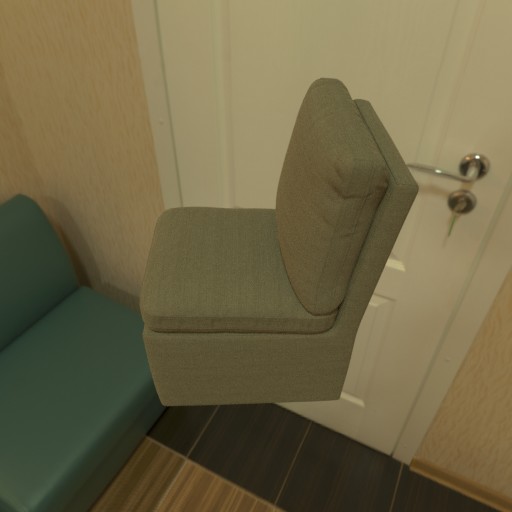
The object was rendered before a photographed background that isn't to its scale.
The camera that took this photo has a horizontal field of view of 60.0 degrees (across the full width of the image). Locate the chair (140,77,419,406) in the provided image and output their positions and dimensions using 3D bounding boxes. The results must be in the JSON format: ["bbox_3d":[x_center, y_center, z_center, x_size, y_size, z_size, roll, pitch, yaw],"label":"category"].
[{"bbox_3d":[0.000,0.000,1.375,0.698,0.927,0.503,-1,41,-2],"label":"chair"}]
